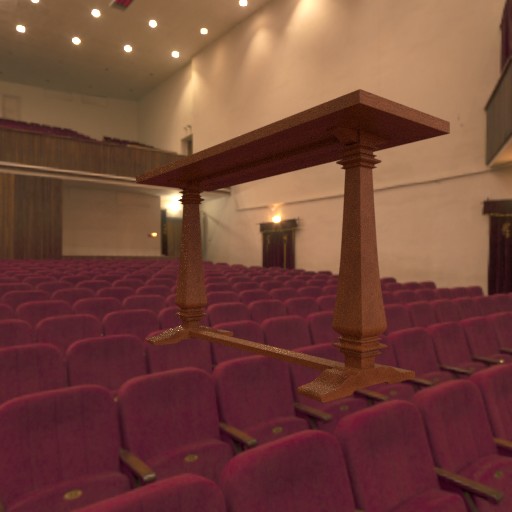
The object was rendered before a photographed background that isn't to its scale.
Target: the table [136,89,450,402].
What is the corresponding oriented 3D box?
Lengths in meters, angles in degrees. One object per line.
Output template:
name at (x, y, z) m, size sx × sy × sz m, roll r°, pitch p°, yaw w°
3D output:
table at (0.000, 0.000, 1.875) m, size 0.461 × 0.852 × 1.478 m, roll 1°, pitch -1°, yaw -38°
